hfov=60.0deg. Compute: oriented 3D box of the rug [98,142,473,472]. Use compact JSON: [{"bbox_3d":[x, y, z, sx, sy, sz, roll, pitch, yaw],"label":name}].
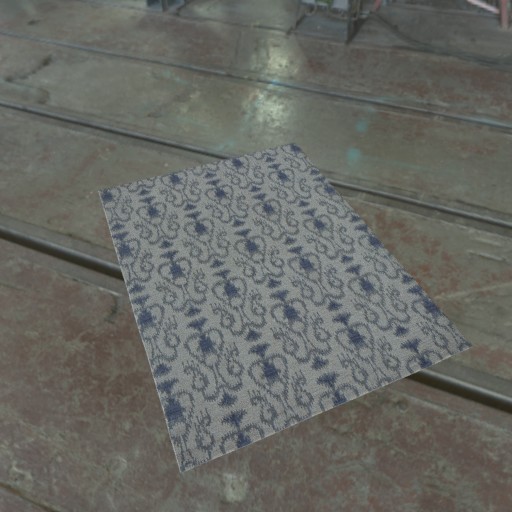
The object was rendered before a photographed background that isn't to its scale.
[{"bbox_3d":[0.000,0.000,4.233,2.437,0.015,3.205,-17,49,-16],"label":"rug"}]
